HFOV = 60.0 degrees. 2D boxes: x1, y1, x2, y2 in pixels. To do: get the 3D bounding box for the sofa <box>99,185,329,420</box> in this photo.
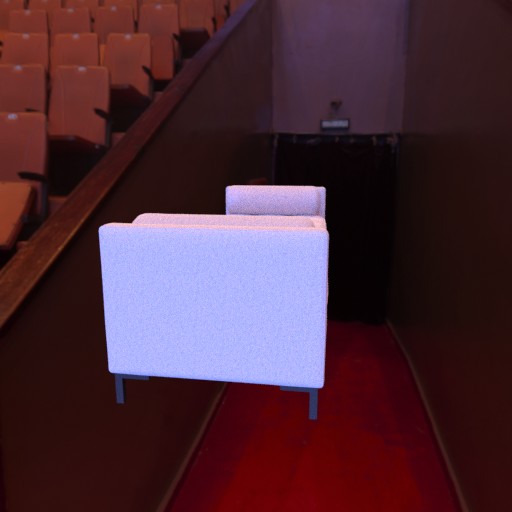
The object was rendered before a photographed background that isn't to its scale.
[{"bbox_3d":[0.000,0.000,2.361,0.746,0.641,1.985,2,13,8],"label":"sofa"}]
